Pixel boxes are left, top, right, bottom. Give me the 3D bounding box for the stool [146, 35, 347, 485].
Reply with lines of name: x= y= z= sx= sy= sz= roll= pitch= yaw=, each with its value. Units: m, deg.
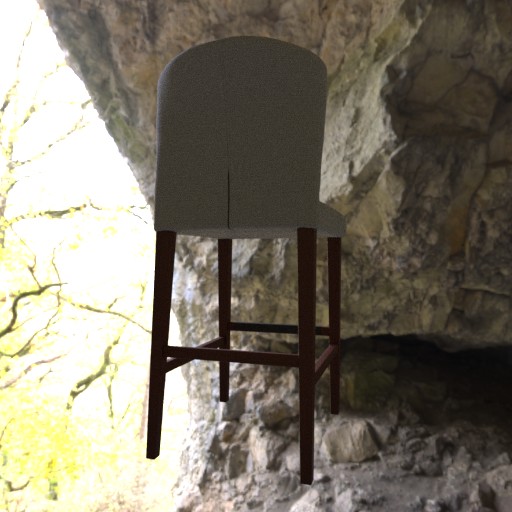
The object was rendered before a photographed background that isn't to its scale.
stool: x=0.000 y=0.000 z=1.342 sx=0.481 sy=1.069 sz=0.568 roll=0 pitch=0 yaw=18
